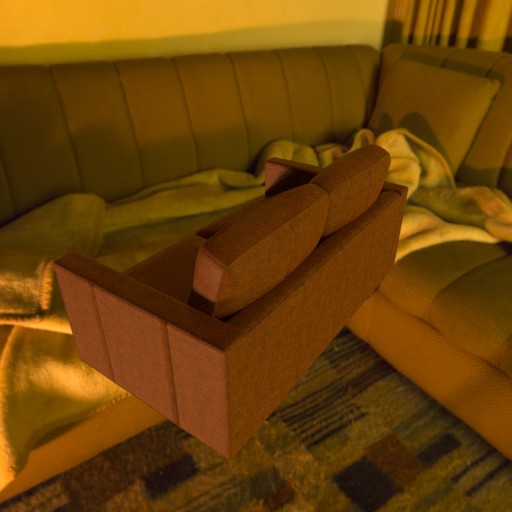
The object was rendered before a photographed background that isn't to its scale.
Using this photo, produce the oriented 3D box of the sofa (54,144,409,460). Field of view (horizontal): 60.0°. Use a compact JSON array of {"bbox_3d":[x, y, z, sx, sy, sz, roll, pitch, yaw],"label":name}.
[{"bbox_3d":[0.000,0.000,2.177,0.909,0.951,1.578,20,36,30],"label":"sofa"}]
